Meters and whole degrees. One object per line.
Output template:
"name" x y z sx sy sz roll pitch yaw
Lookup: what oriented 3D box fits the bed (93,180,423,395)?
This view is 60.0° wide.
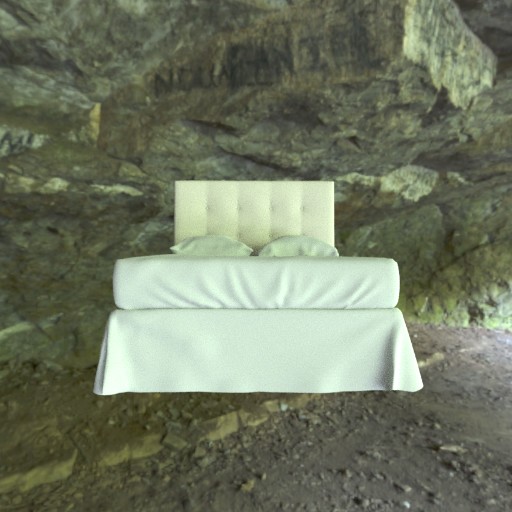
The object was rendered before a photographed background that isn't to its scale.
"bed" 0.000 0.000 3.513 1.936 1.577 2.222 0 -1 -1
